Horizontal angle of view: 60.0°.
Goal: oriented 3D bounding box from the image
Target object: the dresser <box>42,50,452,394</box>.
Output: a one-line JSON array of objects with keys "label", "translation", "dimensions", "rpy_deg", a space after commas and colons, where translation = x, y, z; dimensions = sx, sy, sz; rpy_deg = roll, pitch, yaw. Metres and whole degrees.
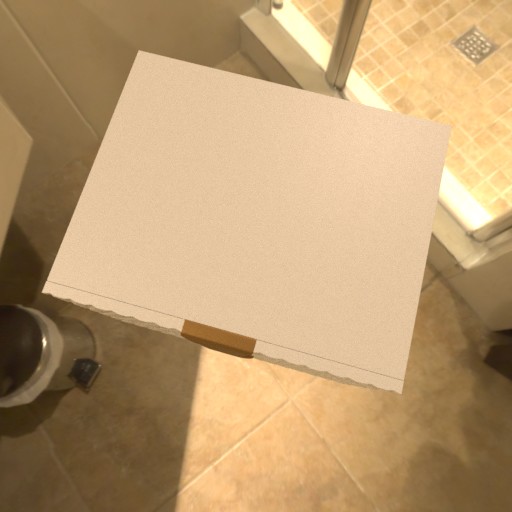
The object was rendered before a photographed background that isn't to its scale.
[{"label": "dresser", "translation": [0.000, 0.000, 0.916], "dimensions": [0.503, 0.568, 0.414], "rpy_deg": [15, 76, 4]}]
